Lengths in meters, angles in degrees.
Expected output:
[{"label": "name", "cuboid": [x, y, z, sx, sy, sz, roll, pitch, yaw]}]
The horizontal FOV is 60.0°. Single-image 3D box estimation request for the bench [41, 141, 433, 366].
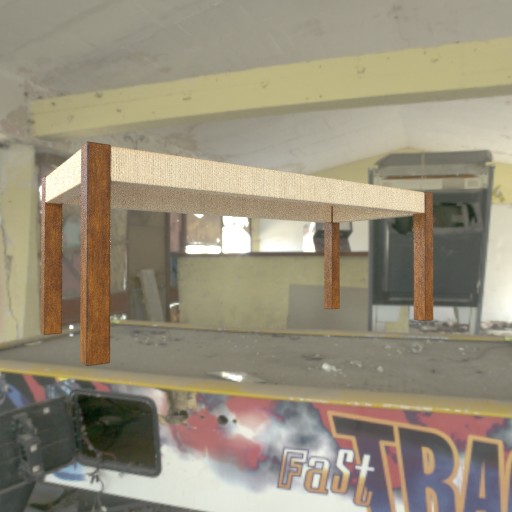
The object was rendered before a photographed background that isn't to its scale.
[{"label": "bench", "cuboid": [0.000, 0.000, 1.451, 1.198, 0.457, 0.507, 0, -1, -35]}]
